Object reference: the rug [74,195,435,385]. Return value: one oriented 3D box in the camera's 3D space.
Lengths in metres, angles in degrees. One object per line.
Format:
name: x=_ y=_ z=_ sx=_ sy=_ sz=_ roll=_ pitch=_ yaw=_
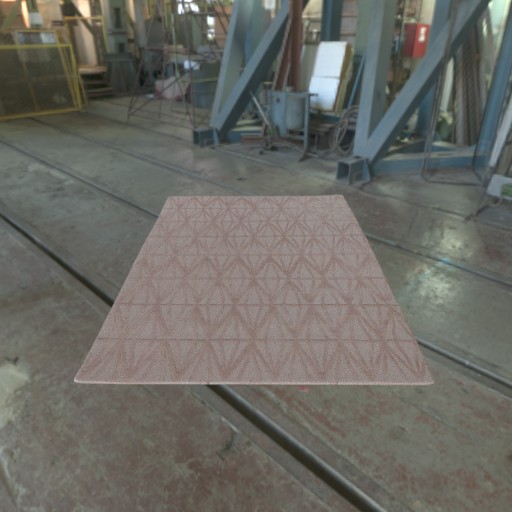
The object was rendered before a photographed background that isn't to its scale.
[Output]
rug: x=0.000 y=0.000 z=2.296 sx=1.230 sy=0.025 sz=1.837 roll=0 pitch=27 yaw=0
